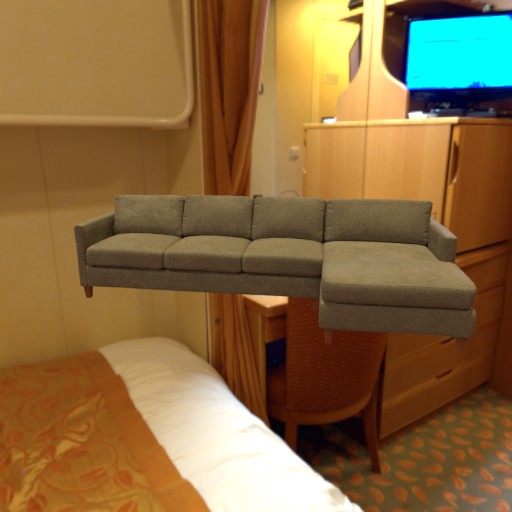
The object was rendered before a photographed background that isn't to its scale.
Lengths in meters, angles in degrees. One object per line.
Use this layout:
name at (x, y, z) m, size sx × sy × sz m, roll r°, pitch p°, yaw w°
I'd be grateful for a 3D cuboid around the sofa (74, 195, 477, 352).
sofa at (0.000, 0.000, 4.098) m, size 3.471 × 0.950 × 1.604 m, roll 2°, pitch 15°, yaw 8°
